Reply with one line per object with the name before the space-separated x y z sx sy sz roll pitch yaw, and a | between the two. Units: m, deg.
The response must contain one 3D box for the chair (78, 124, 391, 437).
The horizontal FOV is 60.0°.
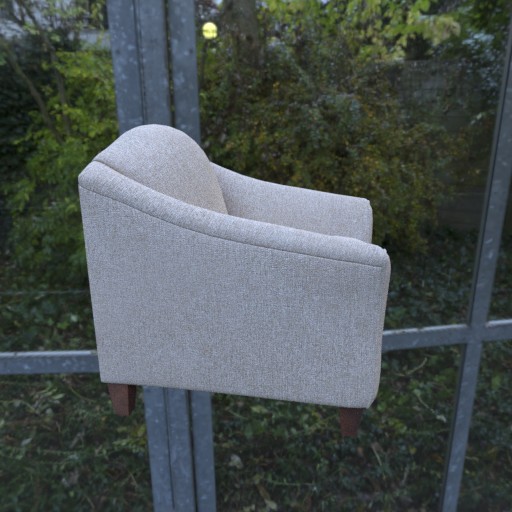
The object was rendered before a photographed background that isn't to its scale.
chair | 0.000 0.000 1.473 0.787 0.839 0.763 3 17 10
